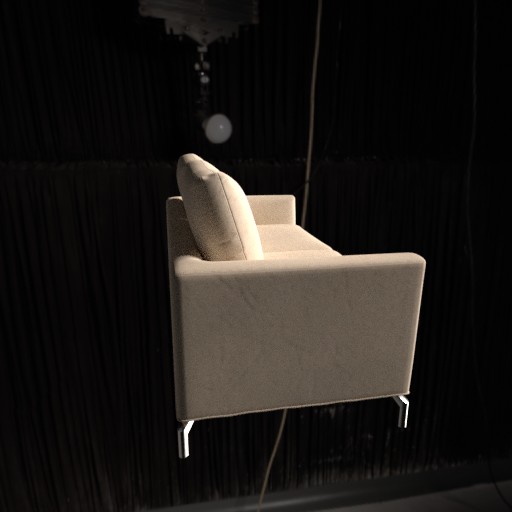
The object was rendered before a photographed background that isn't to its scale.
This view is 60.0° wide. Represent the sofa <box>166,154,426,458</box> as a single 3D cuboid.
[{"bbox_3d":[0.000,0.000,2.334,0.906,0.995,1.739,-3,16,-11],"label":"sofa"}]
